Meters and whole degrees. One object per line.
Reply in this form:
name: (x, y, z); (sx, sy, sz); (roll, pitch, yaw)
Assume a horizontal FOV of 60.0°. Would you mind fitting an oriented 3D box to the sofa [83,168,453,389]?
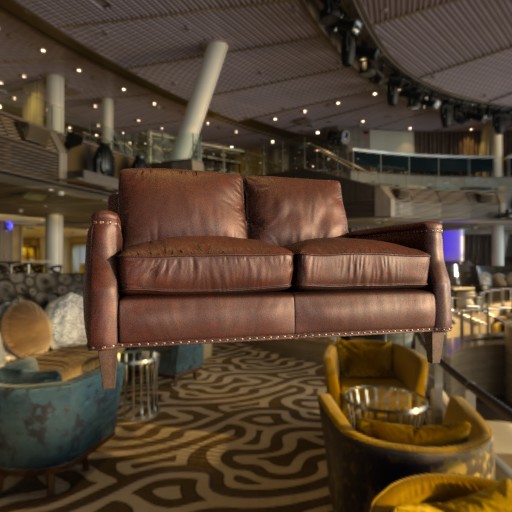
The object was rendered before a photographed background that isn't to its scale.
sofa: (0.000, 0.000, 2.321); (1.628, 1.003, 1.083); (0, -1, -17)
